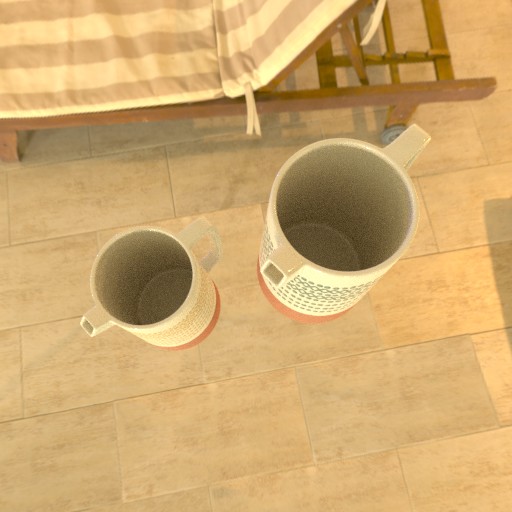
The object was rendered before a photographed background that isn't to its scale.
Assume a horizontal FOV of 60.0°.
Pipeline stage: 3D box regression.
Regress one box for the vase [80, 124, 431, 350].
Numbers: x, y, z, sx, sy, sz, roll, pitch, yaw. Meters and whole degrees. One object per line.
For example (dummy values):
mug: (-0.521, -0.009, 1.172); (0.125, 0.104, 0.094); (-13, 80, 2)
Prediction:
vase: (0.000, 0.000, 0.472); (0.326, 0.247, 0.168); (-4, 75, -1)
